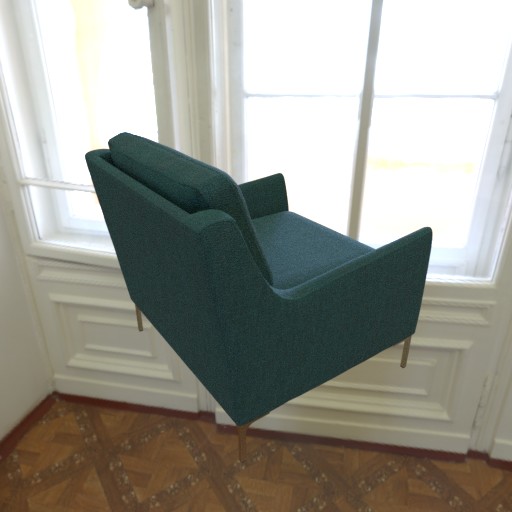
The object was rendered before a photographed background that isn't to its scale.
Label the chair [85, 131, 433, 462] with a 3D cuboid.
[{"bbox_3d":[0.000,0.000,1.553,0.849,0.828,0.847,-17,31,-31],"label":"chair"}]
